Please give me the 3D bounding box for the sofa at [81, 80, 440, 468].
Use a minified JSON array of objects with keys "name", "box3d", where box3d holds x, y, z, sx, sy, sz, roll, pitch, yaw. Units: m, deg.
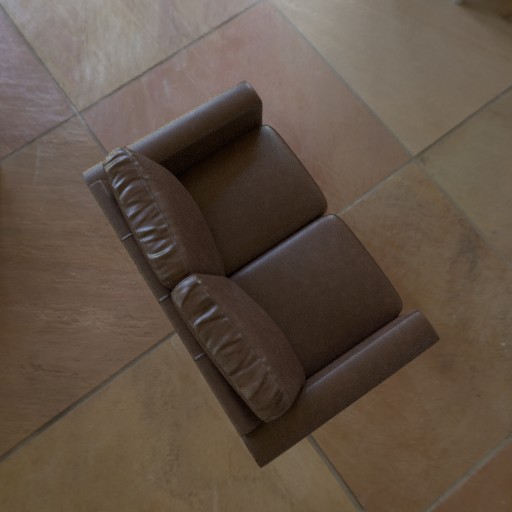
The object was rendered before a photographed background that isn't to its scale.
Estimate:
[{"name":"sofa","box3d":[0.000,0.000,2.201,1.016,0.873,1.616,-33,78,-8]}]
